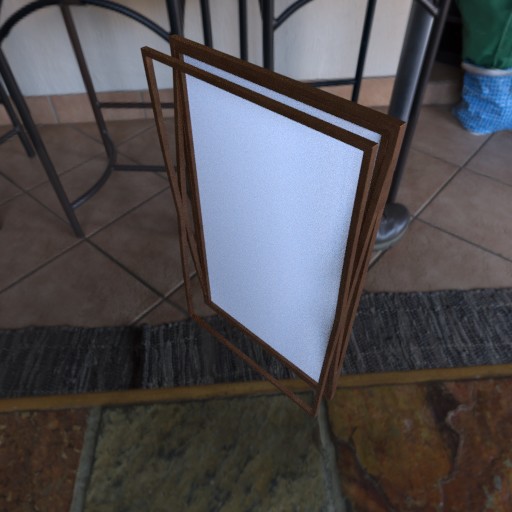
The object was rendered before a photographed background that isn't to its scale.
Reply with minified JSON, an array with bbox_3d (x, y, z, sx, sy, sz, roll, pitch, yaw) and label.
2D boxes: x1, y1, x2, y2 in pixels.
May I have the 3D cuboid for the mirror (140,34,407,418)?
[{"bbox_3d":[0.000,0.000,0.947,0.468,0.768,0.082,33,54,28],"label":"mirror"}]
